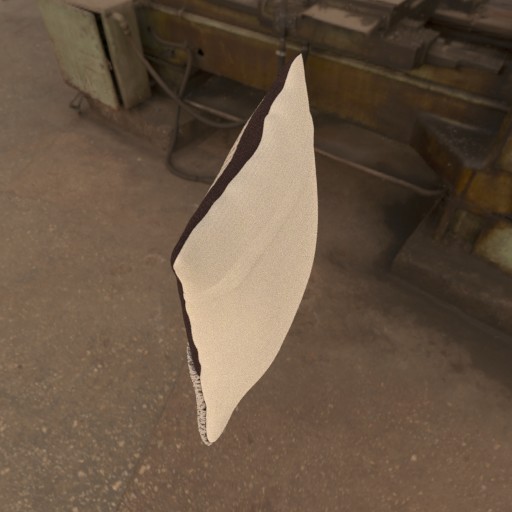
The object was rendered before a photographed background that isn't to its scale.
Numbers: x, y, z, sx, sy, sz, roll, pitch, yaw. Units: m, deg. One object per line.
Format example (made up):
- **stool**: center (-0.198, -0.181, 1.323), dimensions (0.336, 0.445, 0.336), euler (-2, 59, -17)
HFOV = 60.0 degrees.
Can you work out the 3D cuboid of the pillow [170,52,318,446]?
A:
- **pillow**: center (0.000, 0.000, 0.727), dimensions (0.178, 0.473, 0.475), euler (15, 49, 13)
